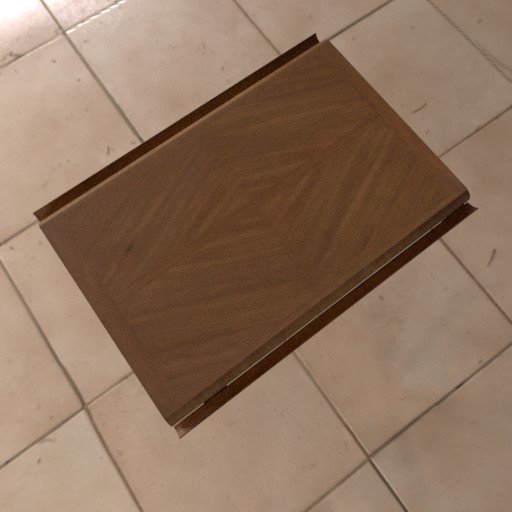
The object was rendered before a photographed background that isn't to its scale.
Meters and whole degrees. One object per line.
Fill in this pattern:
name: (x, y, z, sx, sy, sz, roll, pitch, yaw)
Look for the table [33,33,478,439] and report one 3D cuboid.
table: (0.000, 0.000, 1.638, 0.967, 0.981, 0.701, -36, 78, -9)
